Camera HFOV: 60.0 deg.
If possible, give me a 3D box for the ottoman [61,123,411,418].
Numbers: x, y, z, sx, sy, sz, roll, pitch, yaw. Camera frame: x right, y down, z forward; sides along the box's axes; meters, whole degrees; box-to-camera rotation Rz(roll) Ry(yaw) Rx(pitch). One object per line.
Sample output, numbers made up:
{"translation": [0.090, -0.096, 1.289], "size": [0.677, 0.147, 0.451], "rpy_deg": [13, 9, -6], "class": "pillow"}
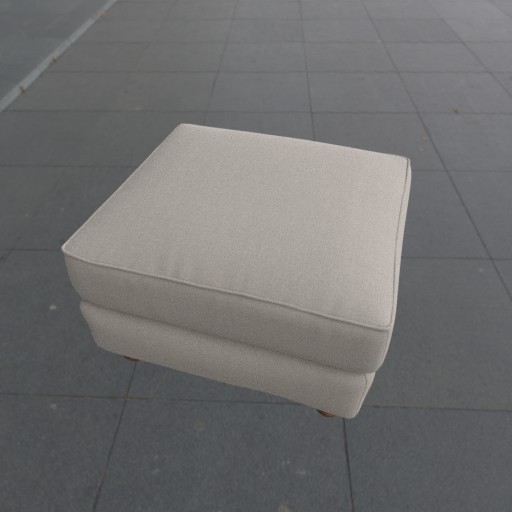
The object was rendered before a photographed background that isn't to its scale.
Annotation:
{"translation": [0.000, 0.000, 1.193], "size": [0.716, 0.505, 0.662], "rpy_deg": [12, 44, 13], "class": "ottoman"}
